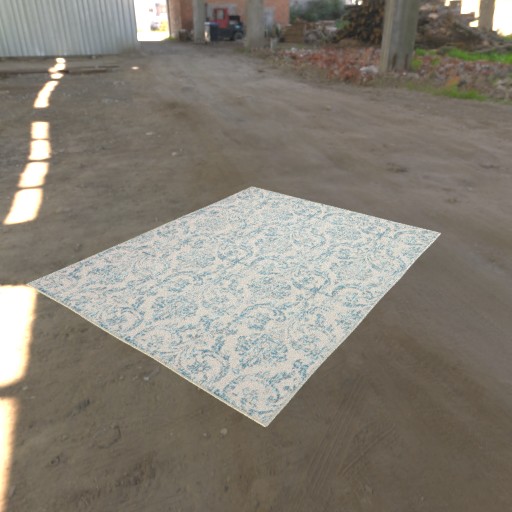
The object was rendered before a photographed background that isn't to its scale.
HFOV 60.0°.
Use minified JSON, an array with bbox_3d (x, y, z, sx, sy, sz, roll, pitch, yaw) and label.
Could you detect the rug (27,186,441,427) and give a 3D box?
[{"bbox_3d":[0.000,0.000,3.976,2.363,0.012,2.980,19,33,32],"label":"rug"}]
